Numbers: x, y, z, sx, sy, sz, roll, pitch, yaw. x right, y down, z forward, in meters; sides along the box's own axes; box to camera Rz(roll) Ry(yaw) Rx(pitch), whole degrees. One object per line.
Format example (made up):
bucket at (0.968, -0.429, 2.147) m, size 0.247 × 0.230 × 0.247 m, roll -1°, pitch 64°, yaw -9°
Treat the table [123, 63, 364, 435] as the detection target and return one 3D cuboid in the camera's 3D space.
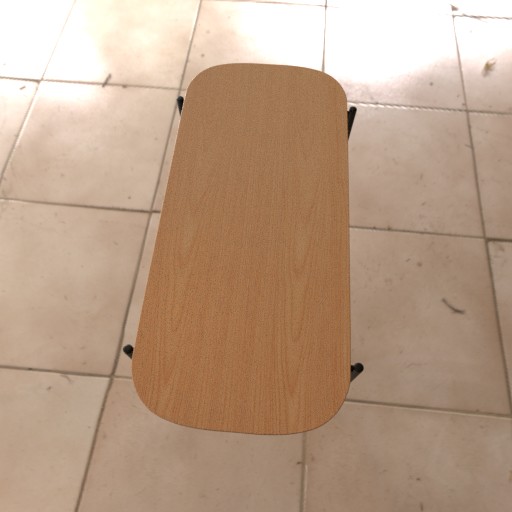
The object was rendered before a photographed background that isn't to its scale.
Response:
table at (0.000, 0.000, 1.034) m, size 0.400 × 0.400 × 0.800 m, roll 4°, pitch 64°, yaw 2°
